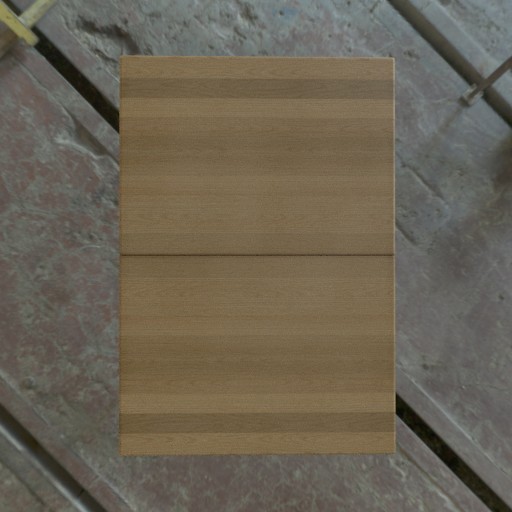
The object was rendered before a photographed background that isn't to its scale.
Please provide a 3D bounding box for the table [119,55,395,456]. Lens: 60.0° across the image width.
[{"bbox_3d":[0.000,0.000,1.821,0.900,0.770,1.300,0,90,-1],"label":"table"}]
